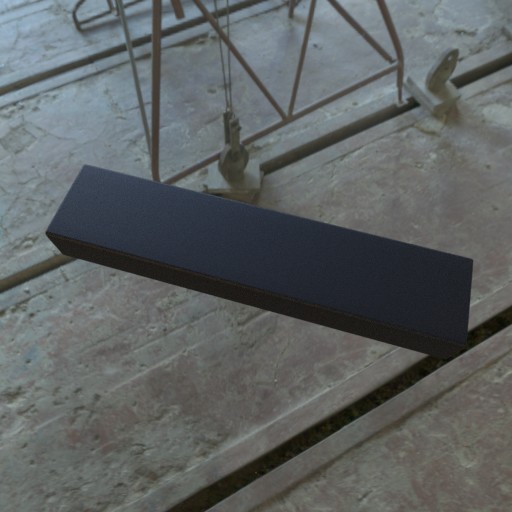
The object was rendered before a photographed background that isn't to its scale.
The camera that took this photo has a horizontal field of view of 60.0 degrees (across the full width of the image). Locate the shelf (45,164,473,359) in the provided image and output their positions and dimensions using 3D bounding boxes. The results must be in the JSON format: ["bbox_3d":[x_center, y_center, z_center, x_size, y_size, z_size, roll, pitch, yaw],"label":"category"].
[{"bbox_3d":[0.000,0.000,0.503,0.456,0.053,0.102,15,65,7],"label":"shelf"}]
